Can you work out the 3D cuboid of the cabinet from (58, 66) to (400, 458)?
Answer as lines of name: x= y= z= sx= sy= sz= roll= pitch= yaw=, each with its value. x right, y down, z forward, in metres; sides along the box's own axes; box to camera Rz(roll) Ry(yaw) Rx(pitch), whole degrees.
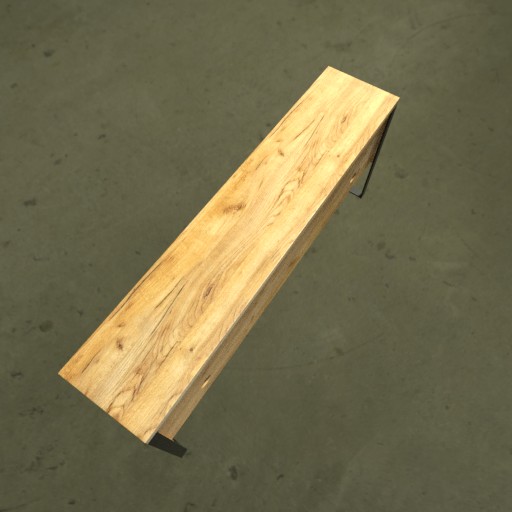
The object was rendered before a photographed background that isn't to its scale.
cabinet: x=0.000 y=0.000 z=2.108 sx=0.395 sy=0.762 sz=1.800 roll=31 pitch=67 yaw=15
